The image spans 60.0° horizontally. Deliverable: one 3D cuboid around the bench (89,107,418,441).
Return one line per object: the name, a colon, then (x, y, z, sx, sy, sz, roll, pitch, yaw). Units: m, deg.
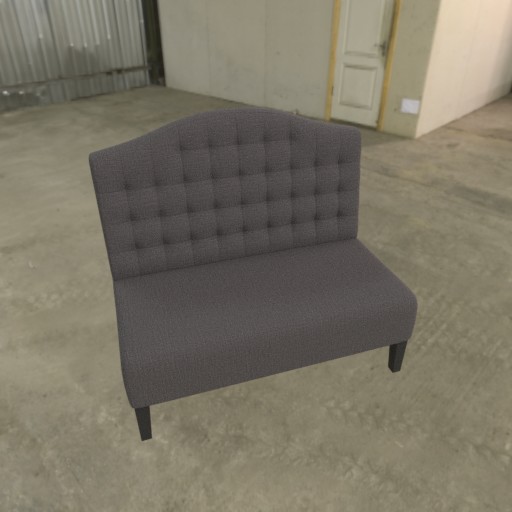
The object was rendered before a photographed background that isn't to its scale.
bench: (0.000, 0.000, 2.082, 1.335, 1.180, 0.815, -10, 34, -15)
